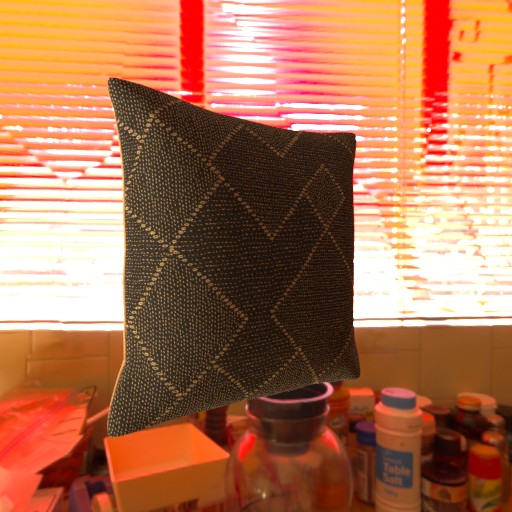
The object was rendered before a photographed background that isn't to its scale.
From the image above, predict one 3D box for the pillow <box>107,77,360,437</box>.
[{"bbox_3d":[0.000,0.000,0.652,0.435,0.428,0.148,0,1,-35],"label":"pillow"}]
